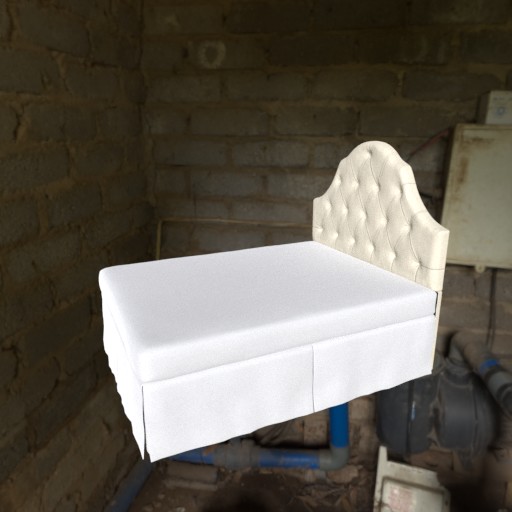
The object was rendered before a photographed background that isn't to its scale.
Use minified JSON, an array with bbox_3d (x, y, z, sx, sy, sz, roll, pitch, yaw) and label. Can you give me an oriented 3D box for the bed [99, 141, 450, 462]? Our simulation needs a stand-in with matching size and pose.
[{"bbox_3d":[0.000,0.000,3.195,2.092,1.575,1.627,-8,18,-25],"label":"bed"}]
